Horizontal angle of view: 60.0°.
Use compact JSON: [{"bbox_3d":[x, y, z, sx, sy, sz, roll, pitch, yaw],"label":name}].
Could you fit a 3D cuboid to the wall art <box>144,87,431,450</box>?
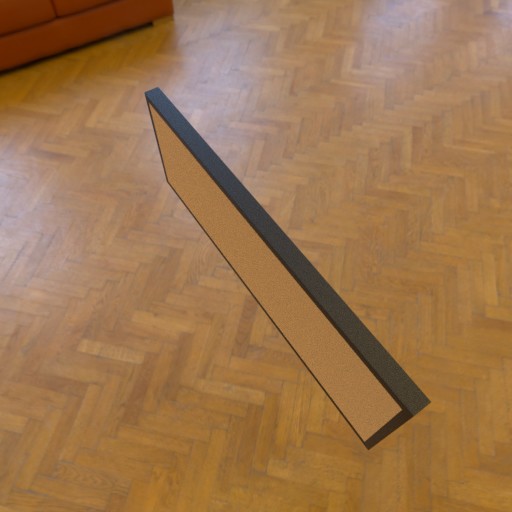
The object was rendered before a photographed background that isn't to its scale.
[{"bbox_3d":[0.000,0.000,0.958,0.037,0.303,0.860,-30,63,-17],"label":"wall art"}]
